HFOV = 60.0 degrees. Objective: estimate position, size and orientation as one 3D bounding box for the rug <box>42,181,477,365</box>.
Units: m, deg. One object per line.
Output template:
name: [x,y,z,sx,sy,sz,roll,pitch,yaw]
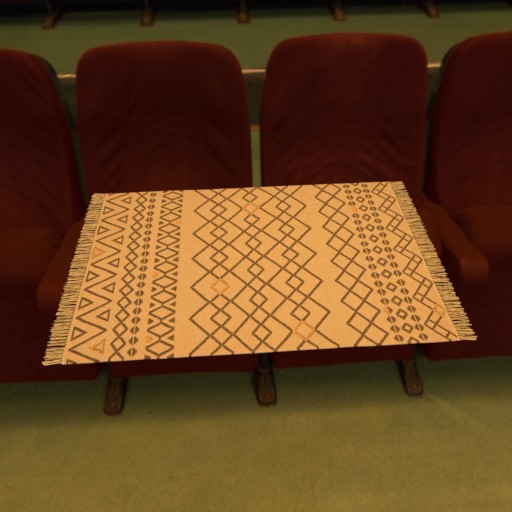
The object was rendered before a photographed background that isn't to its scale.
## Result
rug: [0.000,0.000,2.450,2.023,0.028,1.224,-3,47,-3]
